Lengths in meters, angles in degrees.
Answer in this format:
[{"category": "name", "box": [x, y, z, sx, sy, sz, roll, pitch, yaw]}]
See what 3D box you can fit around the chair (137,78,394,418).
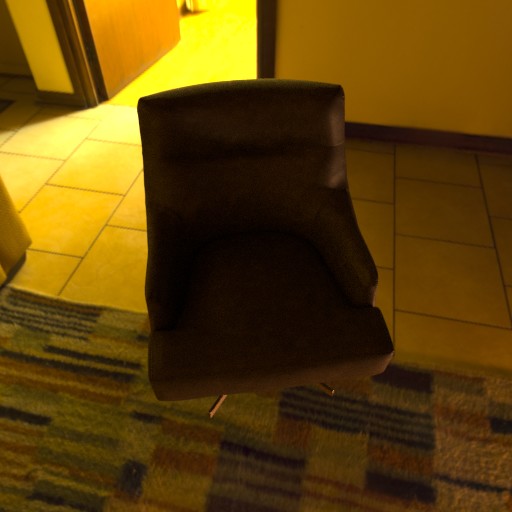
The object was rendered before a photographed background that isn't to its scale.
[{"category": "chair", "box": [0.000, 0.000, 1.530, 0.738, 0.870, 0.874, -6, 47, -5]}]
